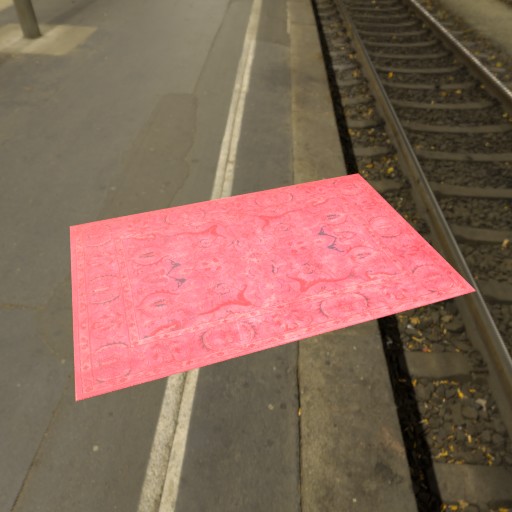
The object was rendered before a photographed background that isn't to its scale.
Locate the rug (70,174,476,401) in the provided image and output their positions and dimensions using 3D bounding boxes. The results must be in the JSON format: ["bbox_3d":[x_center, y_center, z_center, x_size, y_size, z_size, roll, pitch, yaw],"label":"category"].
[{"bbox_3d":[0.000,0.000,3.065,2.423,0.010,1.534,-12,42,-14],"label":"rug"}]
